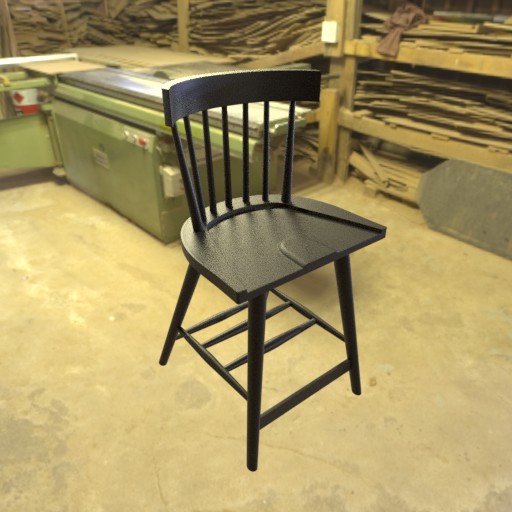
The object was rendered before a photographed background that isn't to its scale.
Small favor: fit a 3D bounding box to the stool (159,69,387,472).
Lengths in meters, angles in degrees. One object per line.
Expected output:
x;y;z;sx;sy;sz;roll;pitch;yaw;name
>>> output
0.000;0.000;1.275;0.494;0.953;0.549;-22;36;-32;stool
